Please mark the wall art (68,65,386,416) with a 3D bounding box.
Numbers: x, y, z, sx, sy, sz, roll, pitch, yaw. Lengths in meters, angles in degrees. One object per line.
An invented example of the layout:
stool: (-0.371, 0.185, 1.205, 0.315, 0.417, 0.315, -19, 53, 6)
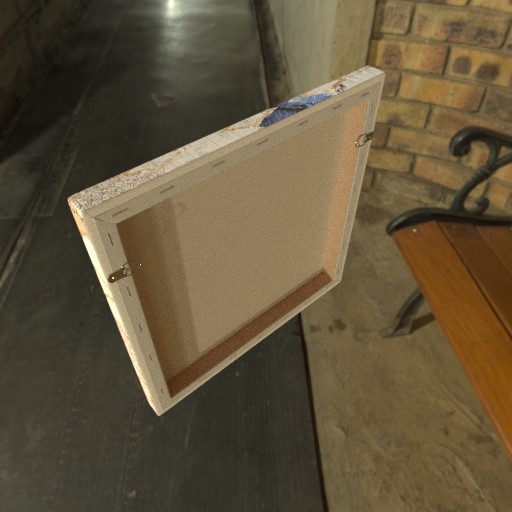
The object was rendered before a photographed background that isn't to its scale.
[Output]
wall art: (0.000, 0.000, 0.766, 0.507, 0.508, 0.038, -32, 55, -26)
